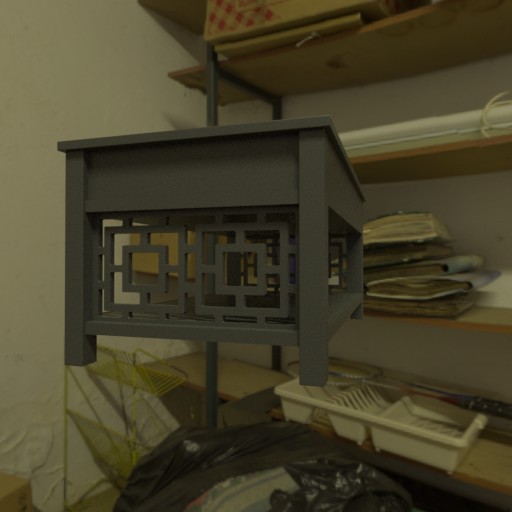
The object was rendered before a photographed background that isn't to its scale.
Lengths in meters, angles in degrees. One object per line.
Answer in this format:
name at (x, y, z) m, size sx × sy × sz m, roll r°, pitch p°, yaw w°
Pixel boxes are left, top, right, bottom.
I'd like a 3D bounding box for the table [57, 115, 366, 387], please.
table at (0.000, 0.000, 1.396) m, size 0.612 × 0.493 × 1.068 m, roll 0°, pitch -1°, yaw 17°
